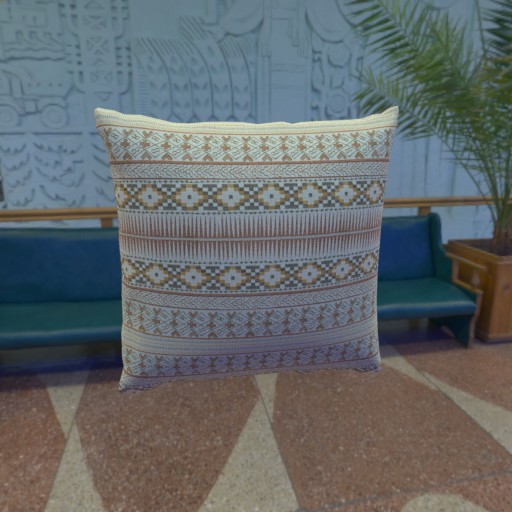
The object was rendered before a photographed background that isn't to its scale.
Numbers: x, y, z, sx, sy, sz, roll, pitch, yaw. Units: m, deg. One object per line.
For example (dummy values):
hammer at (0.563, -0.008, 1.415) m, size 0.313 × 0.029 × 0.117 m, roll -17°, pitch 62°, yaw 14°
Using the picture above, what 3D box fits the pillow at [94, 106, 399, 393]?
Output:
pillow at (0.000, 0.000, 0.803) m, size 0.521 × 0.519 × 0.215 m, roll -3°, pitch 16°, yaw -9°
